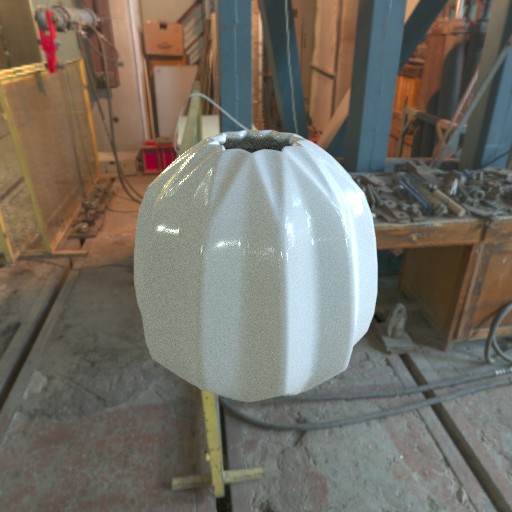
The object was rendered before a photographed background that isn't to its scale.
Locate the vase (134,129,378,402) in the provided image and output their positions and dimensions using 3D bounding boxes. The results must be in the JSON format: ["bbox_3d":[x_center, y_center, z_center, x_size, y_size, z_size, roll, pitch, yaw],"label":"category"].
[{"bbox_3d":[0.000,0.000,0.256,0.139,0.134,0.139,0,28,0],"label":"vase"}]
